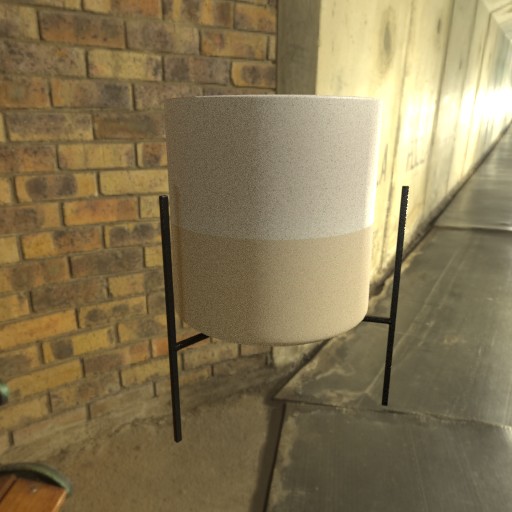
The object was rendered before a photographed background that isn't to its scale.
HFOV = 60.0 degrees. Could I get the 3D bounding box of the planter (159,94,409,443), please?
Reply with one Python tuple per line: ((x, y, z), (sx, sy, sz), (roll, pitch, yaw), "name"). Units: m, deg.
((0.000, 0.000, 0.547), (0.263, 0.362, 0.267), (-8, 19, -26), "planter")
